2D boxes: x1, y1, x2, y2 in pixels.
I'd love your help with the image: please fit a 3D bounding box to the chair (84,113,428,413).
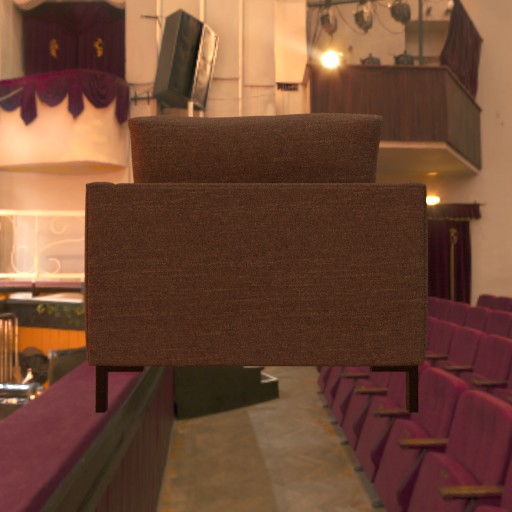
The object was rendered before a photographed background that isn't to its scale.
[{"bbox_3d":[0.000,0.000,1.583,0.940,0.841,0.845,0,-1,0],"label":"chair"}]
